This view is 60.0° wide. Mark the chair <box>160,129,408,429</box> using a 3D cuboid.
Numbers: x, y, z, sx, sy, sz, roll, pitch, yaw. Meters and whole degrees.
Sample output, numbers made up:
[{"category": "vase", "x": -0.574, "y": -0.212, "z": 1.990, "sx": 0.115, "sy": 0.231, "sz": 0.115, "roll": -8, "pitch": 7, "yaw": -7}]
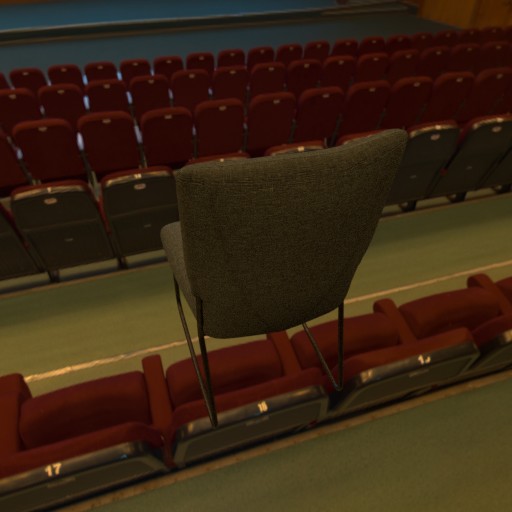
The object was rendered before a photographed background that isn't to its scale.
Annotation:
[{"category": "chair", "x": 0.000, "y": 0.000, "z": 1.264, "sx": 0.480, "sy": 0.931, "sz": 0.635, "roll": -12, "pitch": 43, "yaw": -14}]
